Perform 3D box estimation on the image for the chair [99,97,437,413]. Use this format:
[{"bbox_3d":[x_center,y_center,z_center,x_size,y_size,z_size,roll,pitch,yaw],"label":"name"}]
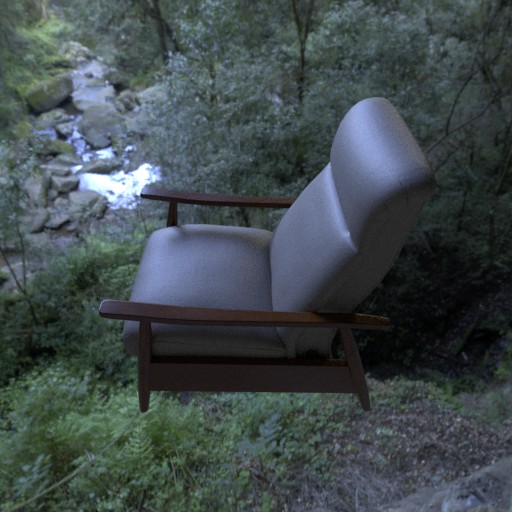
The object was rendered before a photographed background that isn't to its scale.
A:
[{"bbox_3d":[0.000,0.000,1.775,1.032,1.082,0.762,0,41,0],"label":"chair"}]
